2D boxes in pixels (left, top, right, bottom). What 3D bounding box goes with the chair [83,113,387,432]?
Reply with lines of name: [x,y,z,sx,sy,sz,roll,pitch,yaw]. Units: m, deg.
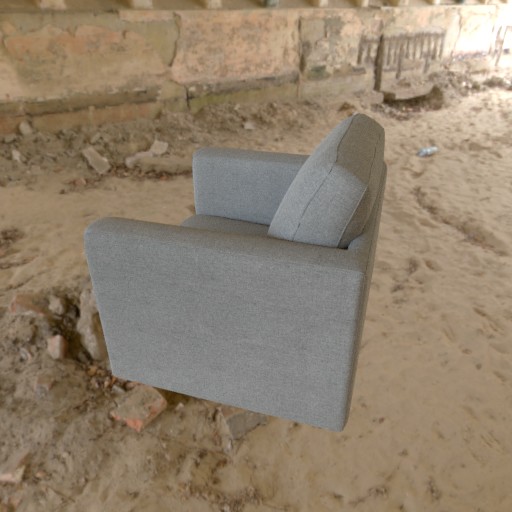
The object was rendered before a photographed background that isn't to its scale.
chair: [0.000,0.000,1.565,0.800,0.927,0.855,9,31,15]
